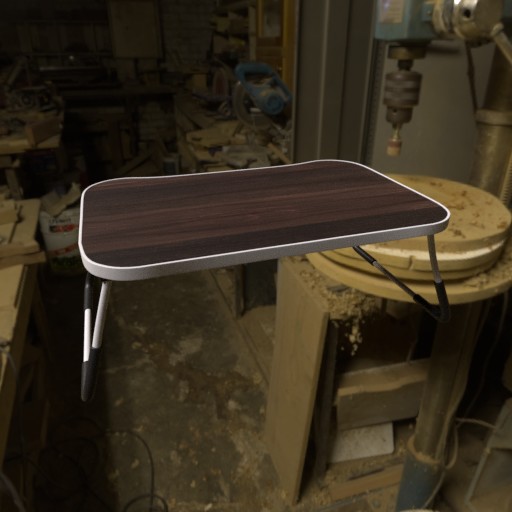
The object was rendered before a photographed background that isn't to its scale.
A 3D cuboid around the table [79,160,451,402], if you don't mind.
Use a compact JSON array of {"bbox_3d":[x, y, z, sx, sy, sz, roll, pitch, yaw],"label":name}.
[{"bbox_3d":[0.000,0.000,0.846,0.660,0.232,0.400,-9,28,-16],"label":"table"}]
